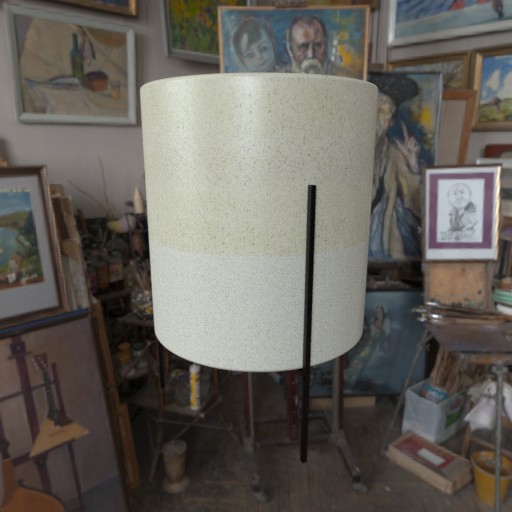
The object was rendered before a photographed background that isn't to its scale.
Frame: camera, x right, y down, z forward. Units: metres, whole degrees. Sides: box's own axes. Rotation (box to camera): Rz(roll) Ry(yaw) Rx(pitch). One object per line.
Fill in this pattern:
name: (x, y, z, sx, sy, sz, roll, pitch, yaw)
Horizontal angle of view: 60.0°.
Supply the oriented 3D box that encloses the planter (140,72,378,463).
planter: (0.000, 0.000, 0.681, 0.333, 0.483, 0.324, 2, 15, 9)
